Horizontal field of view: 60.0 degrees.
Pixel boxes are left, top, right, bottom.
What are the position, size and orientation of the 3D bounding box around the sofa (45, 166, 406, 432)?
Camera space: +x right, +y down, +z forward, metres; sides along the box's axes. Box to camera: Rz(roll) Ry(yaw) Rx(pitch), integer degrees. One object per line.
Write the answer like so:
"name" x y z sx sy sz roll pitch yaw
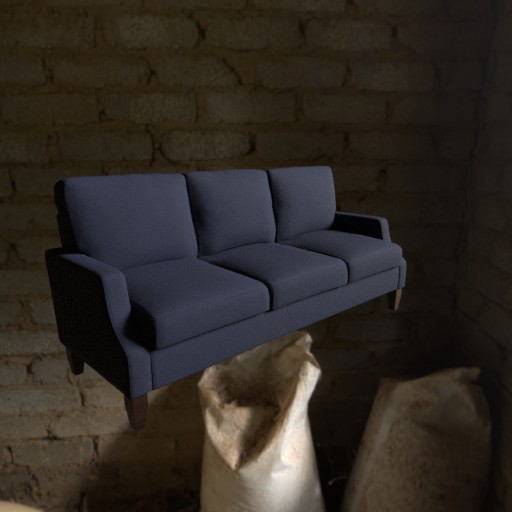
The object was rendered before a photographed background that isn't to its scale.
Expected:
"sofa" 0.000 0.000 2.625 2.115 0.984 0.888 -13 19 -42
